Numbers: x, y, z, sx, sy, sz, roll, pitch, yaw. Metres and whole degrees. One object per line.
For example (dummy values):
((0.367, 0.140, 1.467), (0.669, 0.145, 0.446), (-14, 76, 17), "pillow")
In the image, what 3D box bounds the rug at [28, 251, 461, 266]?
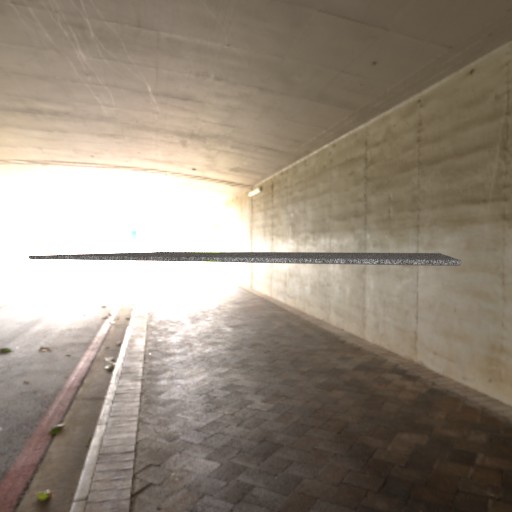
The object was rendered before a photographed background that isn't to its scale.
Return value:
((0.000, 0.000, 2.940), (2.350, 0.025, 1.502), (1, 2, 19), "rug")
